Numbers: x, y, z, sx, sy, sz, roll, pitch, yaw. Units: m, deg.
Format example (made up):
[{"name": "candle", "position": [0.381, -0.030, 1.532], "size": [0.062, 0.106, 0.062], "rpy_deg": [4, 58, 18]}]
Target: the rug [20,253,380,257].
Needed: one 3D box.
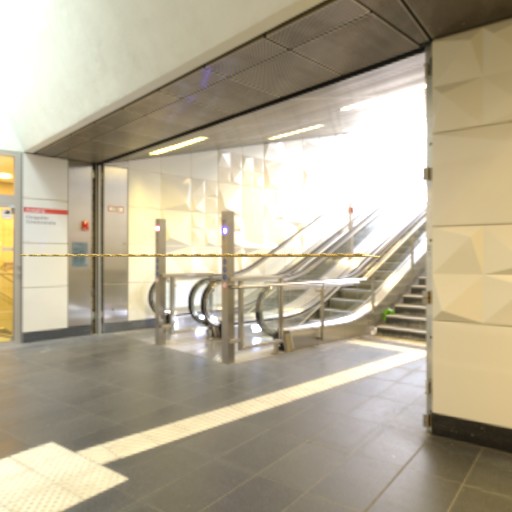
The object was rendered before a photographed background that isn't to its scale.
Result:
[{"name": "rug", "position": [0.000, 0.000, 2.951], "size": [1.539, 0.011, 2.410], "rpy_deg": [0, 0, 17]}]
